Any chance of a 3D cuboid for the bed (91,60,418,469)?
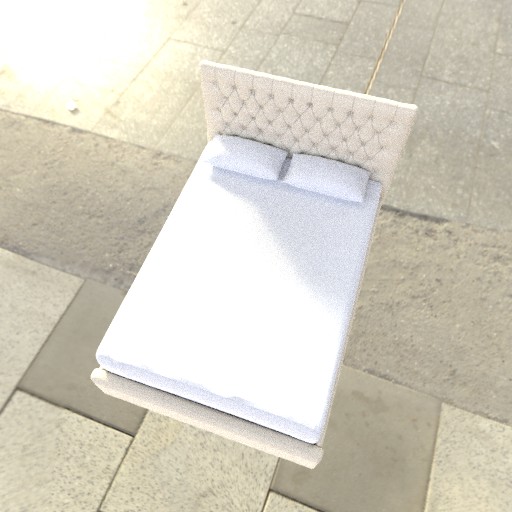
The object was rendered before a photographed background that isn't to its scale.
[{"bbox_3d":[0.000,0.000,3.338,1.698,1.427,2.387,16,60,10],"label":"bed"}]
